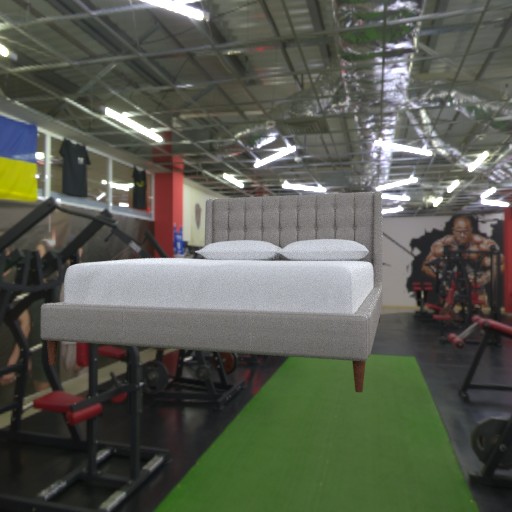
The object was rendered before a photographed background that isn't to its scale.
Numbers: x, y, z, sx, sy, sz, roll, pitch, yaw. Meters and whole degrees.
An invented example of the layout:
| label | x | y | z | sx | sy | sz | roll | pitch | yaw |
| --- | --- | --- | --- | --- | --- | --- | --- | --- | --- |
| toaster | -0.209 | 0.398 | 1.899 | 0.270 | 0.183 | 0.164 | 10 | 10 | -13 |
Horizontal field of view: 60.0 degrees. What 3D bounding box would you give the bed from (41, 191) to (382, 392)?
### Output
| label | x | y | z | sx | sy | sz | roll | pitch | yaw |
| --- | --- | --- | --- | --- | --- | --- | --- | --- | --- |
| bed | 0.000 | 0.000 | 3.108 | 1.656 | 1.147 | 2.232 | 0 | 0 | 17 |
